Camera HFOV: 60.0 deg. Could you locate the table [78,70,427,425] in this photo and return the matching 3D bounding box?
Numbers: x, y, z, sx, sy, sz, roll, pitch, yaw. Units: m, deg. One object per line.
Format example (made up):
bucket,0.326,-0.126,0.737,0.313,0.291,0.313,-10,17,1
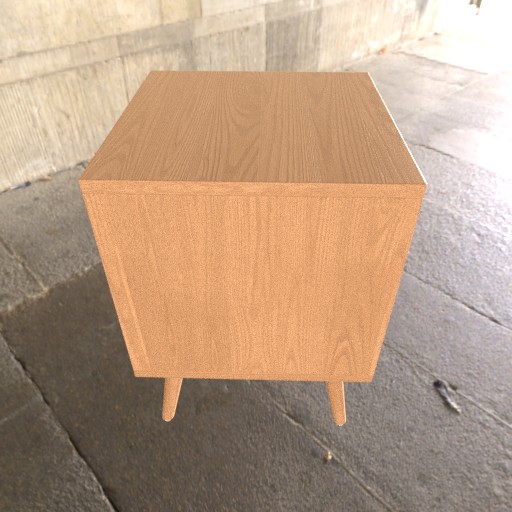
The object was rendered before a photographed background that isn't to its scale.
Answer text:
table,0.000,0.000,0.835,0.400,0.550,0.400,1,40,1
